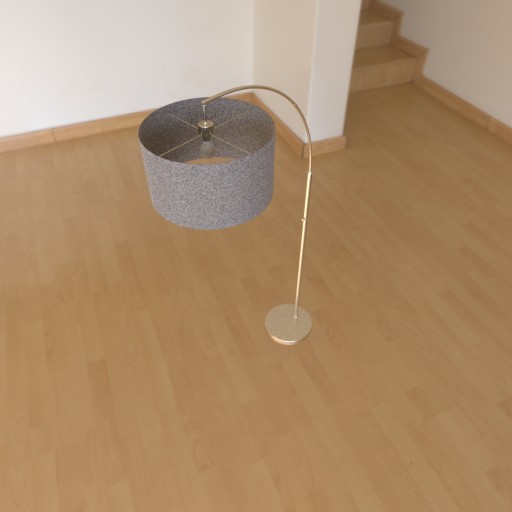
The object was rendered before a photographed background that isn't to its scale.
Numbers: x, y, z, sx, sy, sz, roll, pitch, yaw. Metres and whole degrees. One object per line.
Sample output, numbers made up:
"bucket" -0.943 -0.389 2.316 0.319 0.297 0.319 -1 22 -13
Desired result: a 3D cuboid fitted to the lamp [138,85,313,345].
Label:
"lamp" 0.000 0.000 2.140 0.452 1.735 0.934 32 53 29
